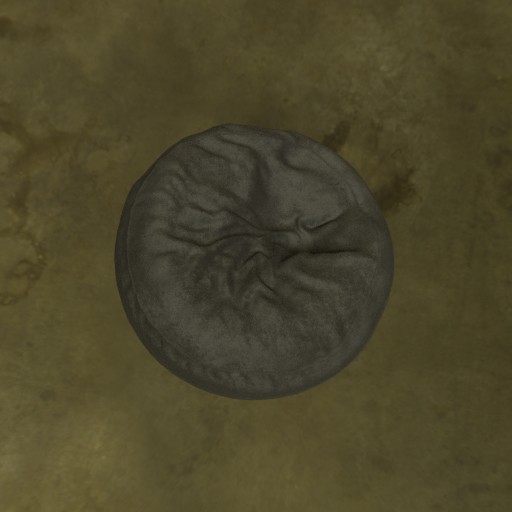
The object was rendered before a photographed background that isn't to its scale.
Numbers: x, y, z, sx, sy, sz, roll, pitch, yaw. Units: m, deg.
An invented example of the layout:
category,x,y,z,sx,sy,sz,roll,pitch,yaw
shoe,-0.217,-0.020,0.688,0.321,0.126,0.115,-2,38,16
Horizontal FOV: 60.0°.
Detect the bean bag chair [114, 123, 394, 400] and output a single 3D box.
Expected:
category,x,y,z,sx,sy,sz,roll,pitch,yaw
bean bag chair,0.000,0.000,2.444,1.525,0.751,1.525,0,75,0
